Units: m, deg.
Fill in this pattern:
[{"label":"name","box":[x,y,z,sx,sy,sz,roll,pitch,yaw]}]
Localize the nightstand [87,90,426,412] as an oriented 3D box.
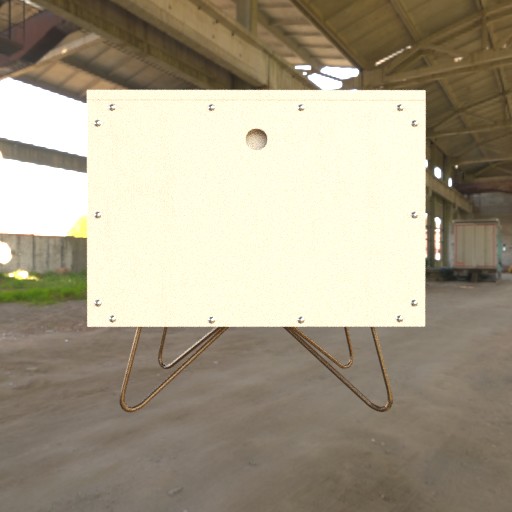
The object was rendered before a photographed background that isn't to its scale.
[{"label":"nightstand","box":[0.000,0.000,1.024,0.614,0.604,0.447,0,0,0]}]
